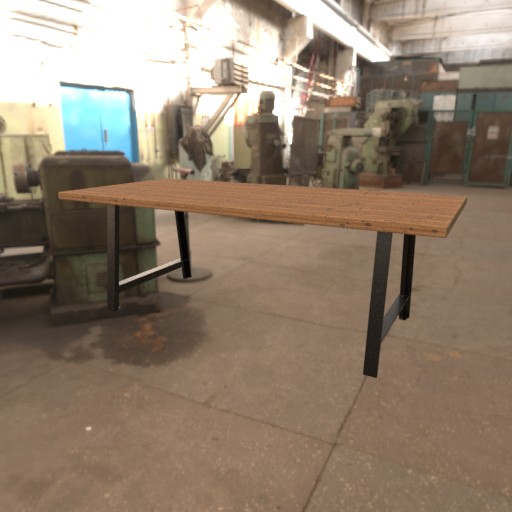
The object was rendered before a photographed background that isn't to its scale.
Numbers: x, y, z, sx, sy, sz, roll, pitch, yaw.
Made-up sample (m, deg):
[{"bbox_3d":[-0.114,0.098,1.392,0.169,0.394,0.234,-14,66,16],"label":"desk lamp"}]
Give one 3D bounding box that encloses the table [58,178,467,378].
[{"bbox_3d":[0.000,0.000,2.710,2.200,0.757,1.000,8,17,28],"label":"table"}]
